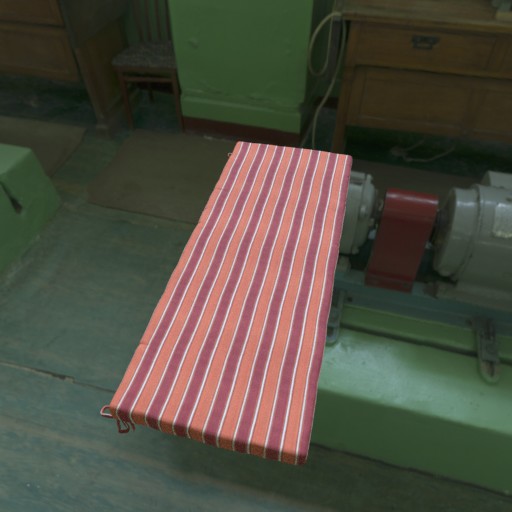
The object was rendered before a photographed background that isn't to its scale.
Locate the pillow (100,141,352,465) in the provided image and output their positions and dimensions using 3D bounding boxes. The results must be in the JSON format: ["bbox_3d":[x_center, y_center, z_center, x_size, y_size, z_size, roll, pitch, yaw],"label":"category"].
[{"bbox_3d":[0.000,0.000,1.362,0.492,0.081,1.187,10,47,9],"label":"pillow"}]
